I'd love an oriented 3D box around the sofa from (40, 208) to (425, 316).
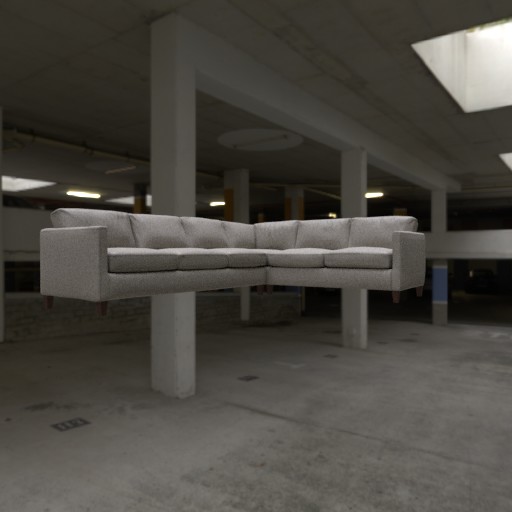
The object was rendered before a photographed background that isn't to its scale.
[{"bbox_3d":[0.000,0.000,4.606,2.593,0.947,3.302,0,0,36],"label":"sofa"}]
